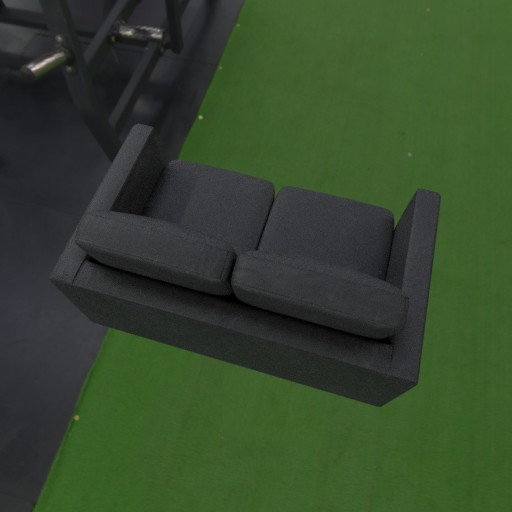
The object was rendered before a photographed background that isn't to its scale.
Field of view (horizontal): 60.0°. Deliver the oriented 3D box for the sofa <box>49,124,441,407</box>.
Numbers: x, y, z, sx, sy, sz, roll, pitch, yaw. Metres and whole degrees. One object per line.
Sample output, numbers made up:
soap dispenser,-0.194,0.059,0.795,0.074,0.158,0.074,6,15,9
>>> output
sofa,0.000,0.000,2.025,1.430,0.899,0.879,15,64,7
